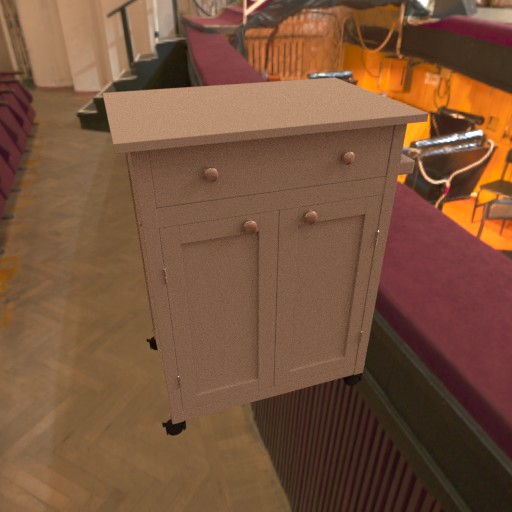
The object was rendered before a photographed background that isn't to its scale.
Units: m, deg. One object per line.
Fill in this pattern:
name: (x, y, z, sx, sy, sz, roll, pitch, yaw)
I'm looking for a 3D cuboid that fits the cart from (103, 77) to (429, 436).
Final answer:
cart: (0.000, 0.000, 1.284, 0.683, 0.864, 0.442, -10, 33, -16)
